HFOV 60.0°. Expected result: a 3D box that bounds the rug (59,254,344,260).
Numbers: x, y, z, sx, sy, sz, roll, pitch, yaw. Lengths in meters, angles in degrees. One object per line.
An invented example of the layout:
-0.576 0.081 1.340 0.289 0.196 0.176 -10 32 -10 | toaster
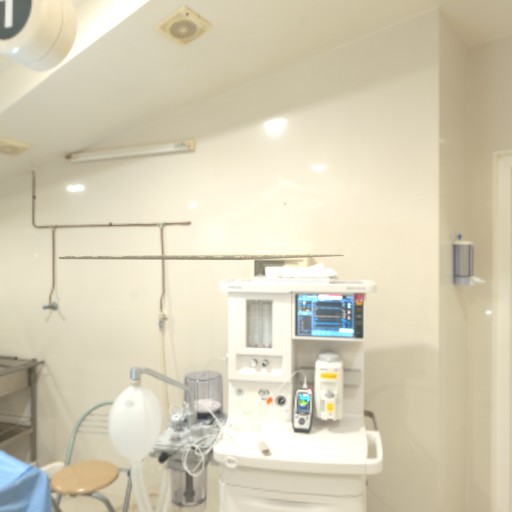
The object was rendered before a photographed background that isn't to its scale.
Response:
0.000 0.000 2.424 0.662 0.011 2.196 0 0 19 | rug
